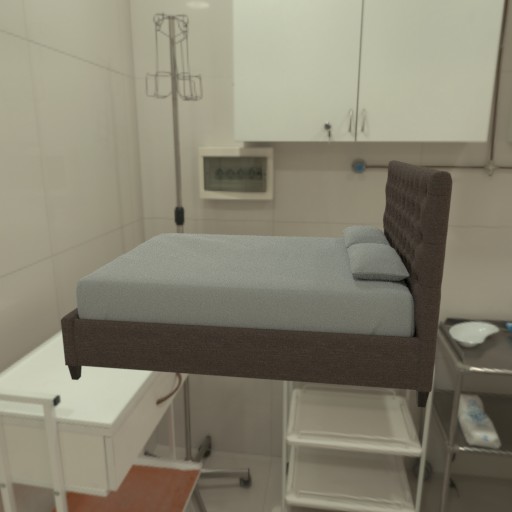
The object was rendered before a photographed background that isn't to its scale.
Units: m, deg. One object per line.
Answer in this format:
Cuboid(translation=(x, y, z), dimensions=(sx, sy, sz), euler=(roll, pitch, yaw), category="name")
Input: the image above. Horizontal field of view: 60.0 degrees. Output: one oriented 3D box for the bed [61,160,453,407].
Cuboid(translation=(0.000, 0.000, 3.486), dimensions=(2.387, 1.427, 1.698), euler=(2, 14, 8), category="bed")
